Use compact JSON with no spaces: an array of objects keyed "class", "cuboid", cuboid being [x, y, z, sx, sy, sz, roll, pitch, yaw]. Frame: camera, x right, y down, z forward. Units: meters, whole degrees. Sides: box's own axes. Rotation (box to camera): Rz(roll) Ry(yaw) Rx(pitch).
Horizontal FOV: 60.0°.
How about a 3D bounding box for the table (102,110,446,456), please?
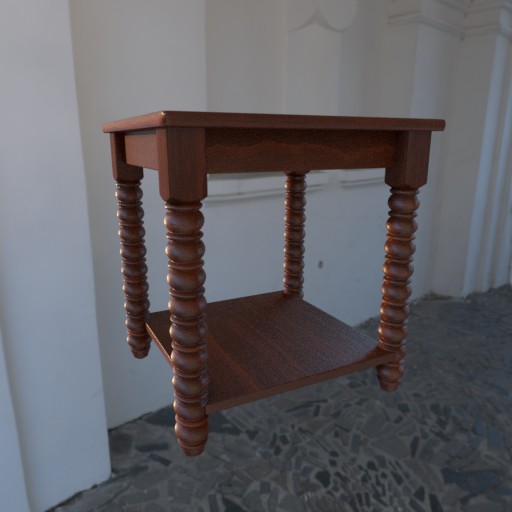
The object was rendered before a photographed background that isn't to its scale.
[{"class":"table","cuboid":[0.000,0.000,0.977,0.533,0.567,0.500,-7,16,-26]}]
